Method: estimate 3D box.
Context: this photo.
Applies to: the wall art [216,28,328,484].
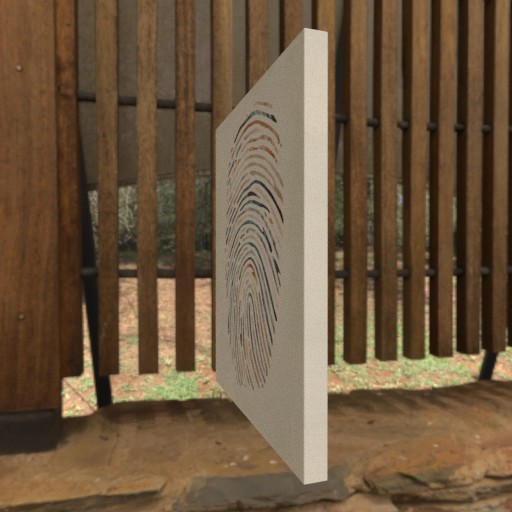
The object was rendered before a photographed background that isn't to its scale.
[{"bbox_3d":[0.000,0.000,0.834,0.037,0.606,0.508,0,0,-19],"label":"wall art"}]
